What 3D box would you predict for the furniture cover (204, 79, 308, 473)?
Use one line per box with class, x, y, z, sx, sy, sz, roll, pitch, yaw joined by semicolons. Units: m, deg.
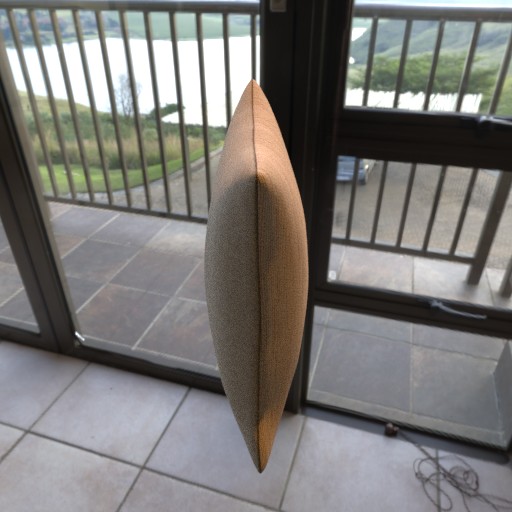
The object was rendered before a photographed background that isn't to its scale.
furniture cover;0.000;0.000;0.788;0.178;0.506;0.512;0;32;-1
